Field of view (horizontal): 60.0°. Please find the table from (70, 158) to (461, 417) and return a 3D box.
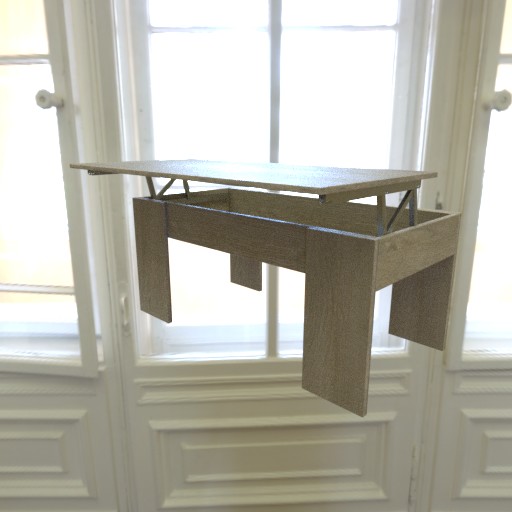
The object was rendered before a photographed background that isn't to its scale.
[{"bbox_3d":[0.000,0.000,1.425,1.000,0.570,0.711,14,21,42],"label":"table"}]
